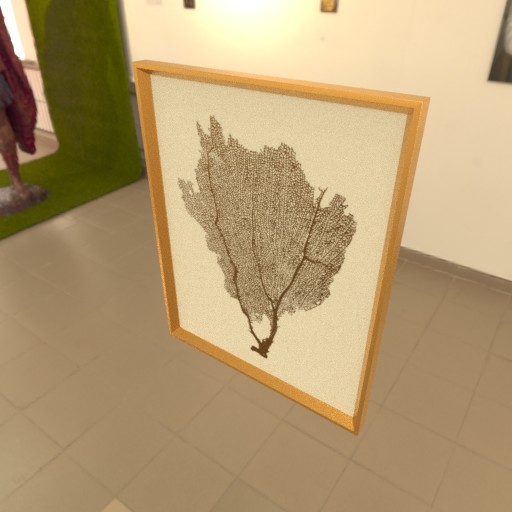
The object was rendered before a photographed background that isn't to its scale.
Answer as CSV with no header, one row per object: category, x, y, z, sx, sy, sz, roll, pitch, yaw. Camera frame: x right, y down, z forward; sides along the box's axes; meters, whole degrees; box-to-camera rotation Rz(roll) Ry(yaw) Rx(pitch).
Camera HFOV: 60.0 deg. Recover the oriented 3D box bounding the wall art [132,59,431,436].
wall art,0.000,0.000,0.999,0.610,0.762,0.038,21,38,29
